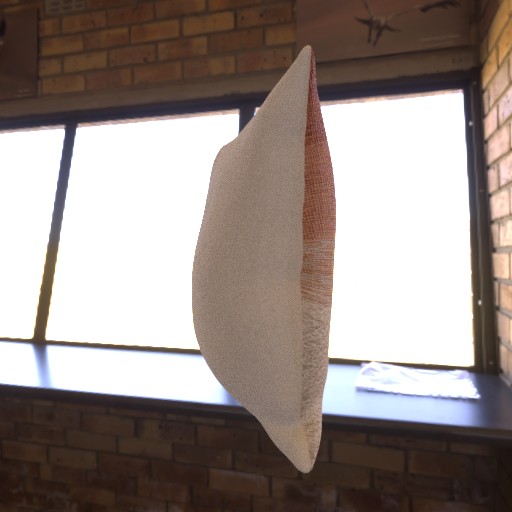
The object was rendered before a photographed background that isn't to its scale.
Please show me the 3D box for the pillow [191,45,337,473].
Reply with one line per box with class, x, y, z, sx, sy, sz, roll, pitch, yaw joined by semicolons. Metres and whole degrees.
pillow;0.000;0.000;0.658;0.182;0.441;0.440;0;0;-16
